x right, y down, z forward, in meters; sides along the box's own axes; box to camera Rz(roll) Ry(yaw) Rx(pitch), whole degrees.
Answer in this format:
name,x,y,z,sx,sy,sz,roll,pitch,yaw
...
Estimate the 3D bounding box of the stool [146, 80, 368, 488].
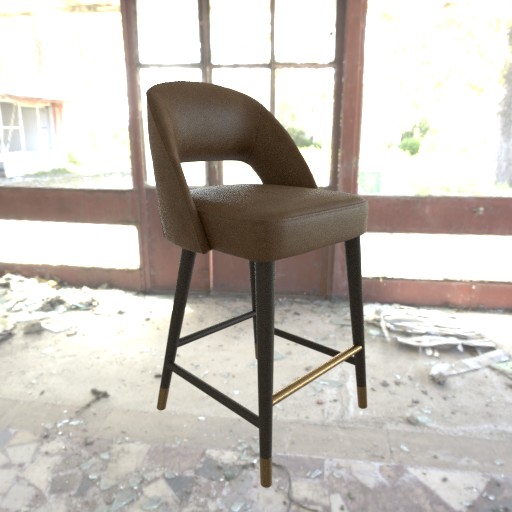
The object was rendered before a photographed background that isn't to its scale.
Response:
name,x,y,z,sx,sy,sz,roll,pitch,yaw
stool,0.000,0.000,1.227,0.509,0.940,0.494,14,21,42
